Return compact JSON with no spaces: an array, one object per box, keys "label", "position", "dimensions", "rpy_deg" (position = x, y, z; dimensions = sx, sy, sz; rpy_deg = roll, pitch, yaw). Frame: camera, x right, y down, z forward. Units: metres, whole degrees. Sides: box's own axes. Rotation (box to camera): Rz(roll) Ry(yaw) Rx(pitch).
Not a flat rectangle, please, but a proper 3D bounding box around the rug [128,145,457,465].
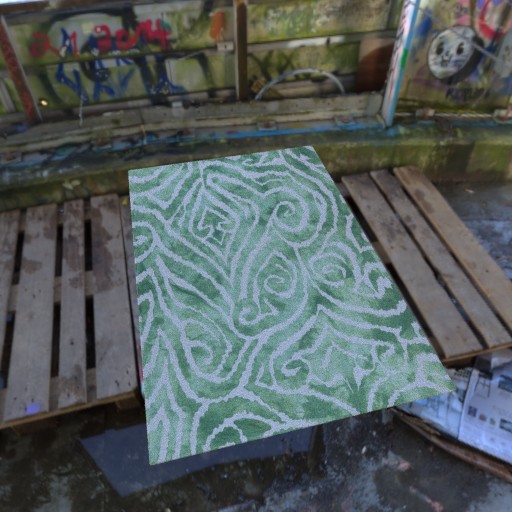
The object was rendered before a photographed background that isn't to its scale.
[{"label":"rug","position":[0.000,0.000,2.292],"dimensions":[1.220,0.006,1.826],"rpy_deg":[-10,47,-9]}]
